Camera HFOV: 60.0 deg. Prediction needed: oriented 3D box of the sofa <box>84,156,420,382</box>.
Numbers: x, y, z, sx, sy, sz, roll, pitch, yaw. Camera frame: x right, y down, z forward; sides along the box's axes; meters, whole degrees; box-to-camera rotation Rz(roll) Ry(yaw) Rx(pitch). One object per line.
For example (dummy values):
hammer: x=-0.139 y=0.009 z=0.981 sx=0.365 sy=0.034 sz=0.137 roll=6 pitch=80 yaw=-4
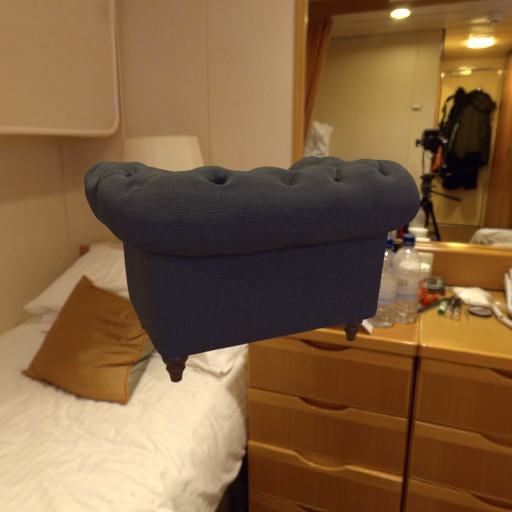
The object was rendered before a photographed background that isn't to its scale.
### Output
sofa: x=0.000 y=0.000 z=2.043 sx=1.405 sy=0.878 sz=1.032 roll=-7 pitch=16 yaw=-25
